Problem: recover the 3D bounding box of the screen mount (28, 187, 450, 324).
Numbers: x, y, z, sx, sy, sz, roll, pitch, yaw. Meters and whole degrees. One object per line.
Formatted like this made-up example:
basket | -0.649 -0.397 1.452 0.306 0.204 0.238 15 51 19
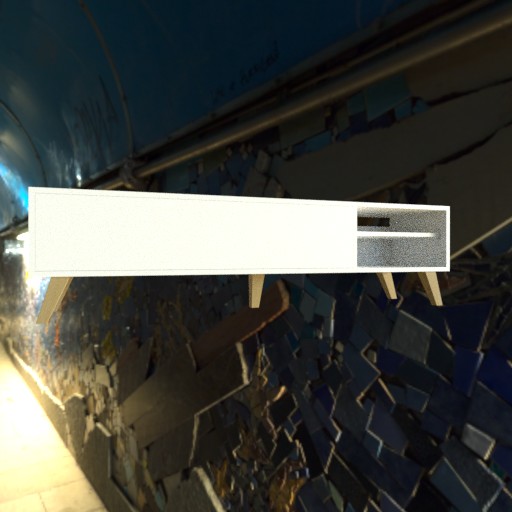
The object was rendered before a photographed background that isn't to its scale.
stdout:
screen mount | 0.000 0.000 1.842 1.644 0.432 0.399 0 0 -19
